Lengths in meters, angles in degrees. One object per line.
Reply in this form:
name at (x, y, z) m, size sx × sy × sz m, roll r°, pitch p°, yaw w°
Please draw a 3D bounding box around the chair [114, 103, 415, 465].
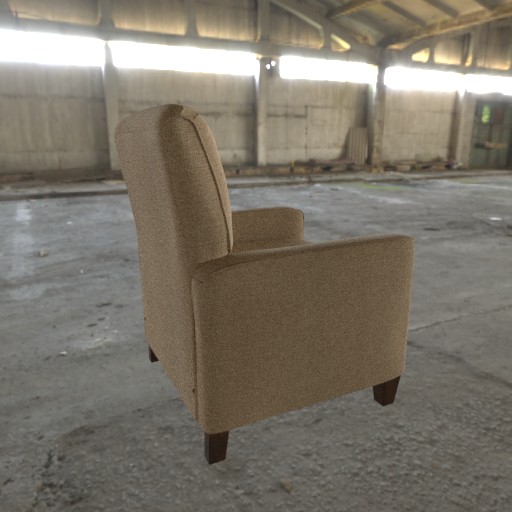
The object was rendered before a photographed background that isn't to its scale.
chair at (0.000, 0.000, 1.650) m, size 0.858 × 1.028 × 0.841 m, roll -7°, pitch 16°, yaw -26°
